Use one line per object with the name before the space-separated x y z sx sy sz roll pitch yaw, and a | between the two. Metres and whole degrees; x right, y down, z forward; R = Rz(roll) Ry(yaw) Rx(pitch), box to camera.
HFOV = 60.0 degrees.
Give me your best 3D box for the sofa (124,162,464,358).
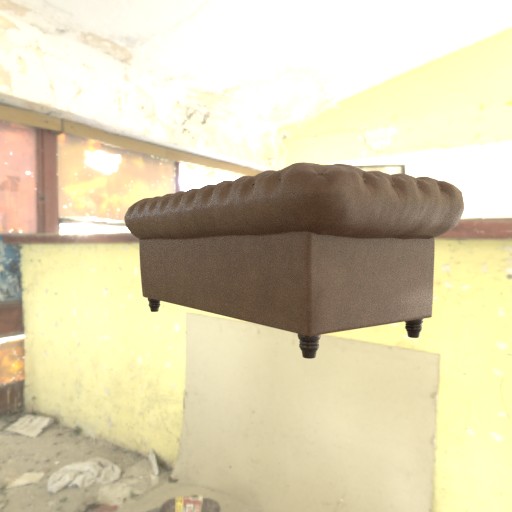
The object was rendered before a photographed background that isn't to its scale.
sofa | 0.000 0.000 2.593 0.955 0.784 2.048 -1 1 -36
